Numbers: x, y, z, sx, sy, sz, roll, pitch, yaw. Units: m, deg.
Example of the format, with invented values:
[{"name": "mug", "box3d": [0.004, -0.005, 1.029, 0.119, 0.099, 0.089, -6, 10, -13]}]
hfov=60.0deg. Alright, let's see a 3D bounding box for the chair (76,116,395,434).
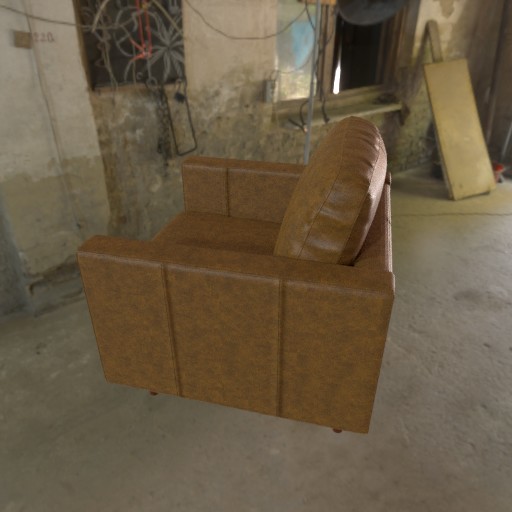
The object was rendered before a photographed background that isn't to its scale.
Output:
[{"name": "chair", "box3d": [0.000, 0.000, 1.630, 0.909, 0.956, 0.890, 7, 31, 12]}]
